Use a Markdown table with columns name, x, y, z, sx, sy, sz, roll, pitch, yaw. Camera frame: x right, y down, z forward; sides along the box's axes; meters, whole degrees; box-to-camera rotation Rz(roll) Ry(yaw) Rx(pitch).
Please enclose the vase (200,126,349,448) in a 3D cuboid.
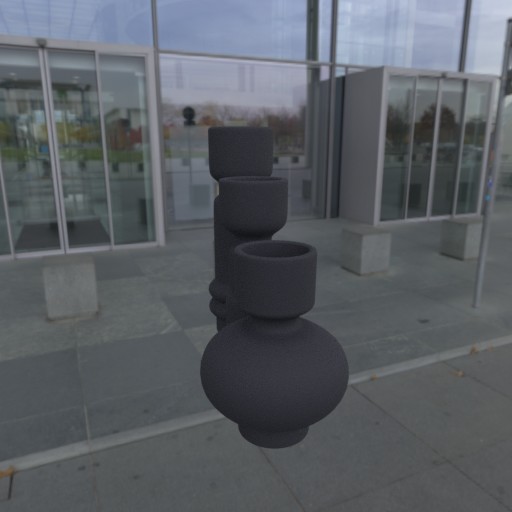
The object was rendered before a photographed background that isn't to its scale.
| name | x | y | z | sx | sy | sz | roll | pitch | yaw |
| --- | --- | --- | --- | --- | --- | --- | --- | --- | --- |
| vase | 0.000 | 0.000 | 0.433 | 0.120 | 0.249 | 0.307 | -2 | 14 | -9 |
